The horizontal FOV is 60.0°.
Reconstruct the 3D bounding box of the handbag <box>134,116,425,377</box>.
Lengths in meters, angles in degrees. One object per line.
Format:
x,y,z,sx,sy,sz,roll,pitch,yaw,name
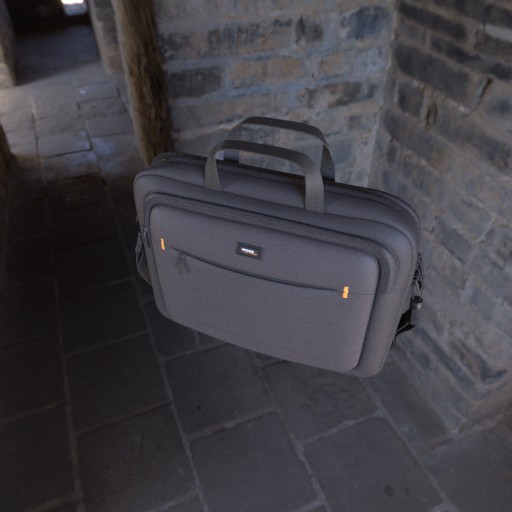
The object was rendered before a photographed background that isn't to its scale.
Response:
0.000,0.000,0.573,0.429,0.330,0.126,14,43,15,handbag
